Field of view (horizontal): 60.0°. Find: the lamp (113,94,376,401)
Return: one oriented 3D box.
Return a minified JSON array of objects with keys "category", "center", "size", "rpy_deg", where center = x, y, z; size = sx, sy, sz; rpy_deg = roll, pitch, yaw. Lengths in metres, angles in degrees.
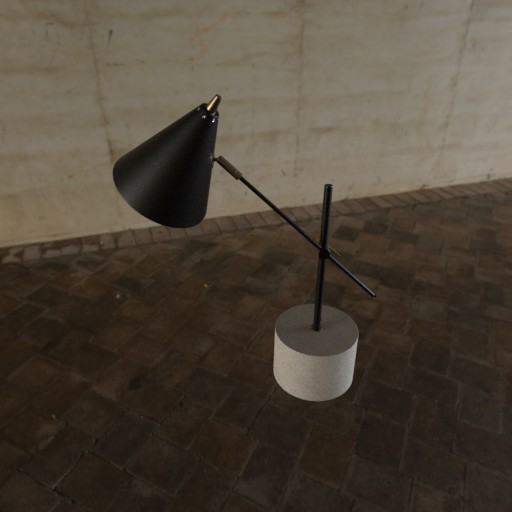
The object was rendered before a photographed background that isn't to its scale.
[{"category":"lamp","center":[0.000,0.000,0.728],"size":[0.403,0.518,0.214],"rpy_deg":[7,30,12]}]
